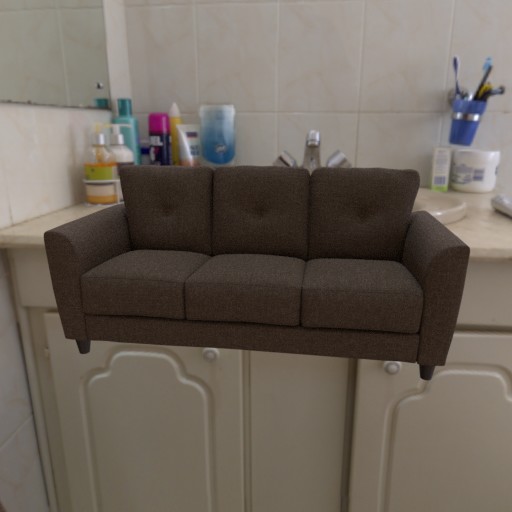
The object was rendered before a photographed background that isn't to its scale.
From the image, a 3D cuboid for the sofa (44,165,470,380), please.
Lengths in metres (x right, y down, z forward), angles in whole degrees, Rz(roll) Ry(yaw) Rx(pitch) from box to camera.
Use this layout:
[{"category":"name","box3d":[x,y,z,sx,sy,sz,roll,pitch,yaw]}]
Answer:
[{"category":"sofa","box3d":[0.000,0.000,2.305,1.847,0.891,0.837,2,16,8]}]
